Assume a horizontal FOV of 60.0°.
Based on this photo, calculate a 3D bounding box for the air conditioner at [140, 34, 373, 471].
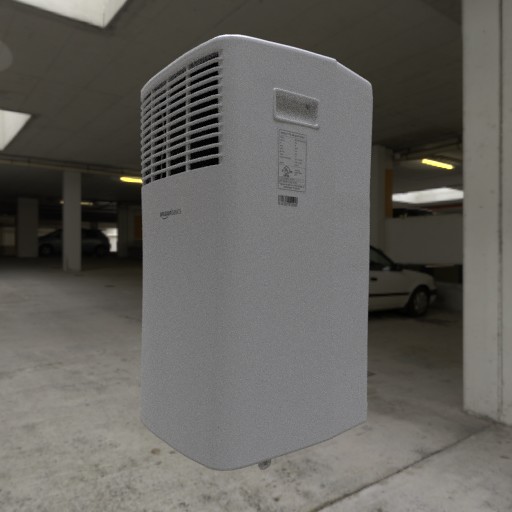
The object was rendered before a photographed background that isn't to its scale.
[{"bbox_3d":[0.000,0.000,0.775,0.349,0.606,0.304,0,0,-38],"label":"air conditioner"}]
